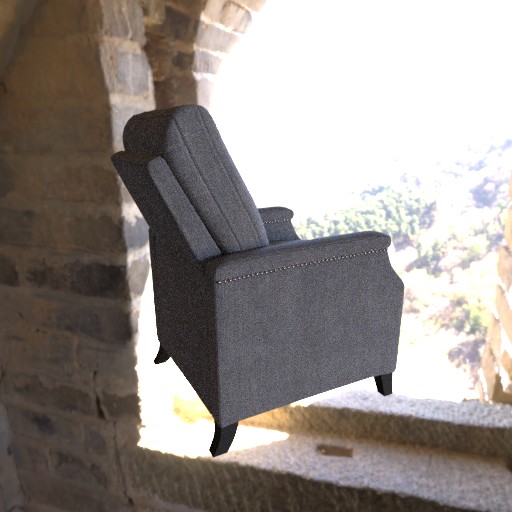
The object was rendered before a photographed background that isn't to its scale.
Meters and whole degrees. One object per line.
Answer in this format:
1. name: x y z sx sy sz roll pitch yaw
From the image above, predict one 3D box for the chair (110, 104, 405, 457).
1. chair: 0.000 0.000 1.679 0.922 1.049 0.710 -8 17 -27
